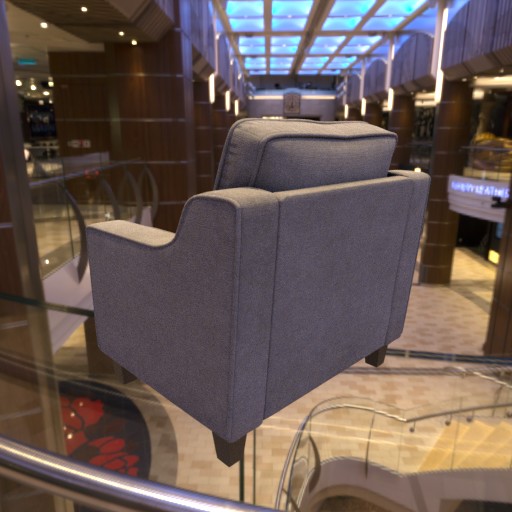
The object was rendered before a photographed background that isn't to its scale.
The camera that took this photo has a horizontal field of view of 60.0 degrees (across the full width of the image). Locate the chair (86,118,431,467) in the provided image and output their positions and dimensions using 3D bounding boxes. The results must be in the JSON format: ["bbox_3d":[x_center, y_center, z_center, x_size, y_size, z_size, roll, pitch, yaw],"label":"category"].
[{"bbox_3d":[0.000,0.000,1.618,0.926,0.944,0.840,-15,21,-42],"label":"chair"}]
